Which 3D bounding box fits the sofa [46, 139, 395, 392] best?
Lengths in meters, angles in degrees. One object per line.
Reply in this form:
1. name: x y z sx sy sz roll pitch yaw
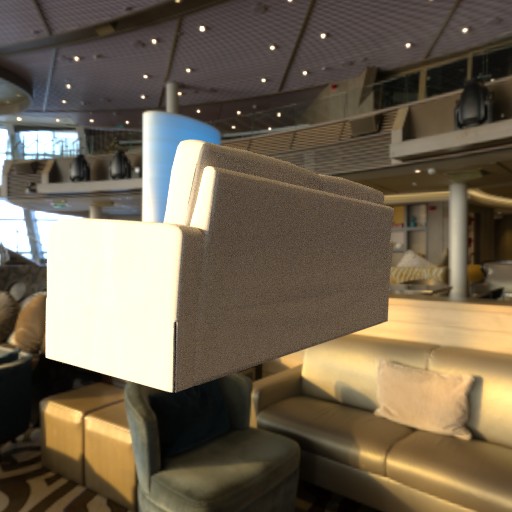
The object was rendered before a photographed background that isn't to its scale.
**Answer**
1. sofa: 0.000 0.000 2.299 0.894 0.831 1.808 0 1 37
